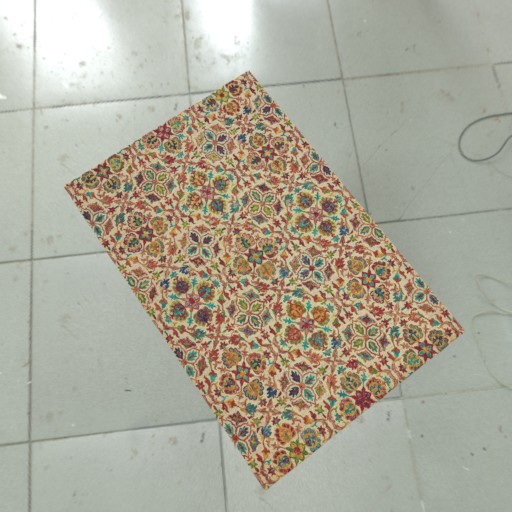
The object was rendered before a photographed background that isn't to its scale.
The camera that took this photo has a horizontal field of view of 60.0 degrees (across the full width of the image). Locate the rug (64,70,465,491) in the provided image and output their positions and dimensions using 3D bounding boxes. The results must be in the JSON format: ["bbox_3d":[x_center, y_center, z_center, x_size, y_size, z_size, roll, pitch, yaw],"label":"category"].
[{"bbox_3d":[0.000,0.000,2.283,1.226,0.013,1.838,-35,78,-8],"label":"rug"}]
